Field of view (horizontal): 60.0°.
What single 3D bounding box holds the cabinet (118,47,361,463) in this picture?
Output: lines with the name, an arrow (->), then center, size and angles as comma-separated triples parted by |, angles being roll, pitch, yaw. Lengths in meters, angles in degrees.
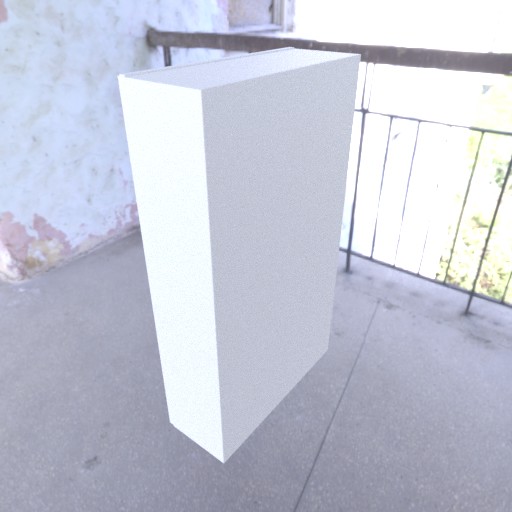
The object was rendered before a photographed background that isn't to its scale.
cabinet -> 0.000, 0.000, 2.671 | 0.480, 2.160, 1.250 | 22, 37, 32
